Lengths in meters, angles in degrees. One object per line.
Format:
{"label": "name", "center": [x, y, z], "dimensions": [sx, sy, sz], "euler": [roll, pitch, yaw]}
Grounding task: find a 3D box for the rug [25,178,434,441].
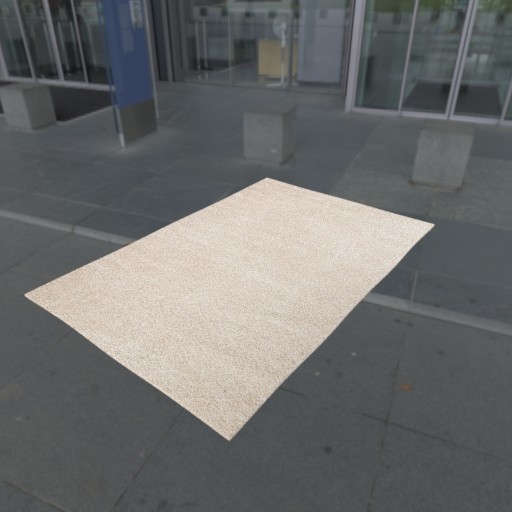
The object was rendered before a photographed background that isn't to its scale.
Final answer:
{"label": "rug", "center": [0.000, 0.000, 3.388], "dimensions": [1.800, 0.025, 2.699], "euler": [22, 37, 32]}
